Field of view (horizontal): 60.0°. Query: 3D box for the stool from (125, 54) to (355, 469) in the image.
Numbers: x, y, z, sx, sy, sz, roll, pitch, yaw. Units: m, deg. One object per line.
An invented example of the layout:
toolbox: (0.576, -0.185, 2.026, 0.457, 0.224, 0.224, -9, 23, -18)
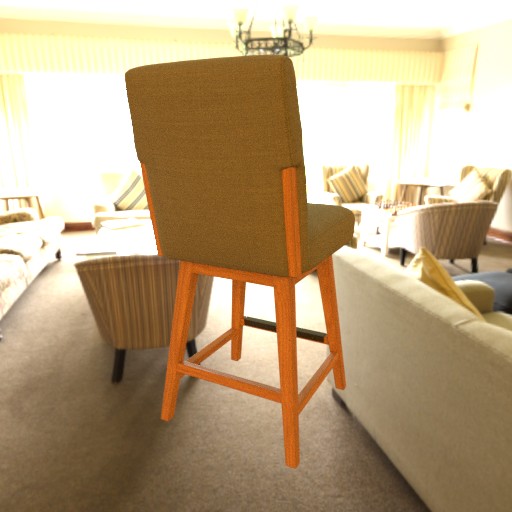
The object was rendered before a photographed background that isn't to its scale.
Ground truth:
stool: (0.000, 0.000, 1.319, 0.459, 1.019, 0.570, 8, 18, 27)
